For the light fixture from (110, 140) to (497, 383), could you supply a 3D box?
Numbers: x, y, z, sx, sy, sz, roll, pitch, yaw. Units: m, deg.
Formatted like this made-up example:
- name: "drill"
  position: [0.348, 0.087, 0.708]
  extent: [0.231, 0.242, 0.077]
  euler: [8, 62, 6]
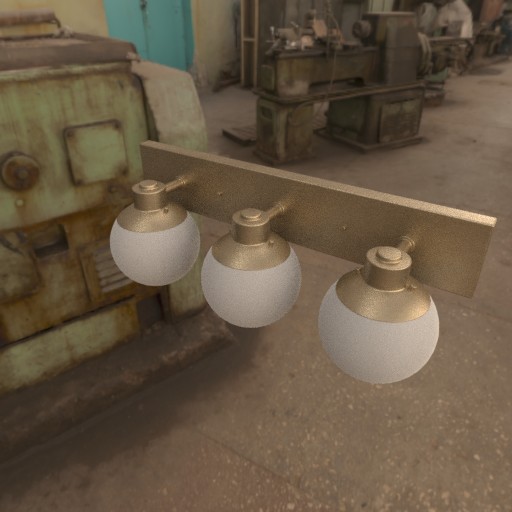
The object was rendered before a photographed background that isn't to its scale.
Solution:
- name: "light fixture"
  position: [0.000, 0.000, 0.821]
  extent: [0.721, 0.263, 0.218]
  euler: [19, 36, 28]
